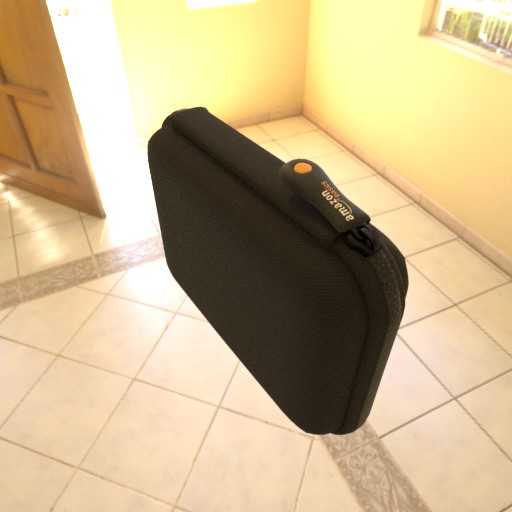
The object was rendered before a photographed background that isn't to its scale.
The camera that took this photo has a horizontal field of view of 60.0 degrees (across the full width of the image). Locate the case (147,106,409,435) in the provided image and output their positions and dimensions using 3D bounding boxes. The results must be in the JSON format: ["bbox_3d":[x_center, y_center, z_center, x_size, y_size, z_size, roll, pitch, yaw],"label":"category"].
[{"bbox_3d":[0.000,0.000,0.178,0.038,0.105,0.132,-26,48,-26],"label":"case"}]
